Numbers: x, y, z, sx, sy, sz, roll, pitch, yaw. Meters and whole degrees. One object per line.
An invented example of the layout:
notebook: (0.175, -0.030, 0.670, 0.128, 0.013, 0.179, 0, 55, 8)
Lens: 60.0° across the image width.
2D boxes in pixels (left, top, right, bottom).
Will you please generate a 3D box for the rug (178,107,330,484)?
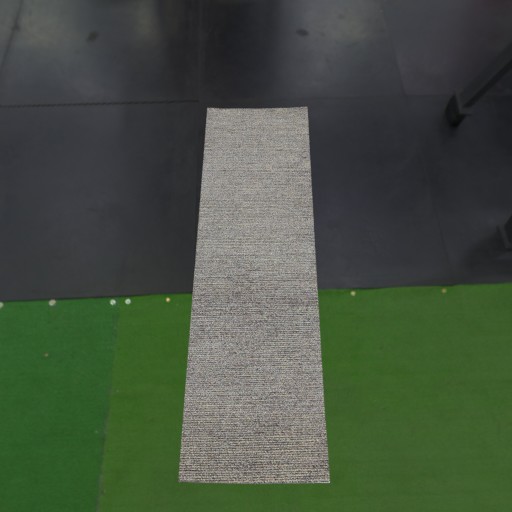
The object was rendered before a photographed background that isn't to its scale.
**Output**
rug: (0.000, 0.000, 2.554, 0.697, 0.013, 2.335, 0, 63, 0)
